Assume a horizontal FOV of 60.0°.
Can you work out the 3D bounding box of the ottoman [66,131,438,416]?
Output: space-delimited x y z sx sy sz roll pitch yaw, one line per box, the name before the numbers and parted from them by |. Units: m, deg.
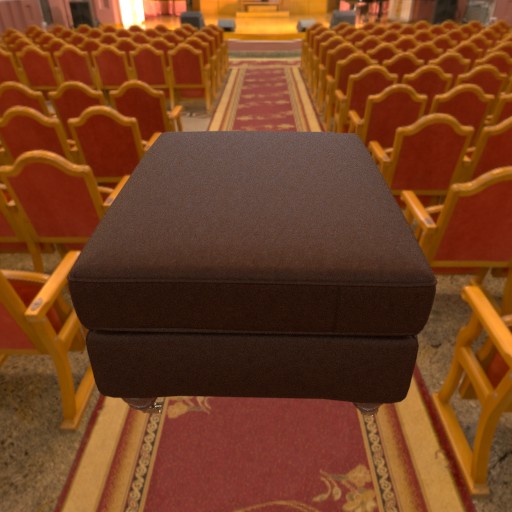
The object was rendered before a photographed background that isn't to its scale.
ottoman | 0.000 0.000 1.774 0.967 0.730 1.187 1 33 1
